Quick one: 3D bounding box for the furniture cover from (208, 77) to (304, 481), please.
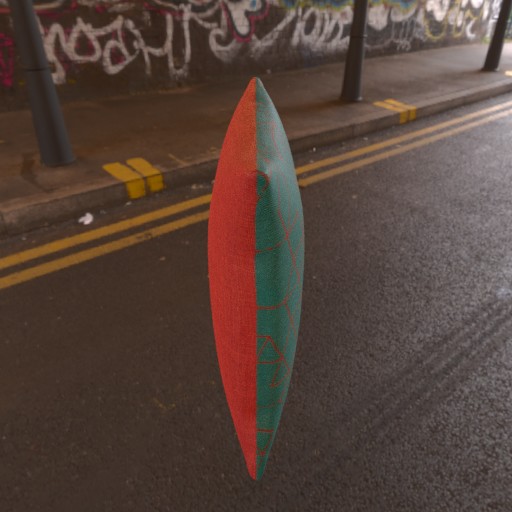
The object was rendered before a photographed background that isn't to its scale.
[{"bbox_3d":[0.000,0.000,0.776,0.158,0.508,0.517,0,32,0],"label":"furniture cover"}]
